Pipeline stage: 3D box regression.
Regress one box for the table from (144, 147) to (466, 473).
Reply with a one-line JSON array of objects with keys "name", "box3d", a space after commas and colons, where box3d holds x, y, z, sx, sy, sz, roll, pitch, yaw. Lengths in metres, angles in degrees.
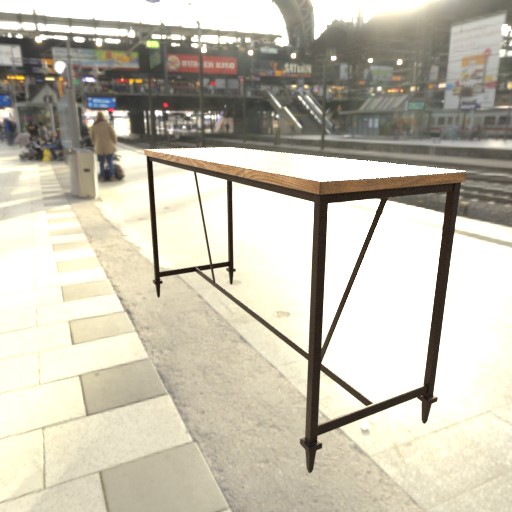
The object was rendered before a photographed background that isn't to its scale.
[{"name": "table", "box3d": [0.000, 0.000, 2.065, 0.551, 0.902, 1.700, -9, 19, -27]}]
